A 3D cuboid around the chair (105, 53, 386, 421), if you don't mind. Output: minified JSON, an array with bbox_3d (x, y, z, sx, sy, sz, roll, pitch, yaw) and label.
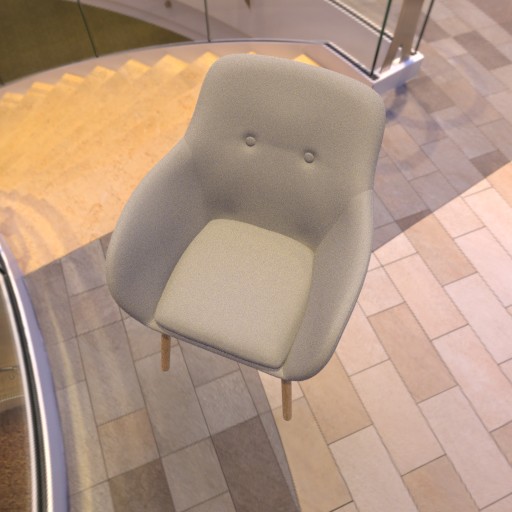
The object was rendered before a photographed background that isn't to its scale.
[{"bbox_3d":[0.000,0.000,1.226,0.570,0.830,0.590,18,60,11],"label":"chair"}]
